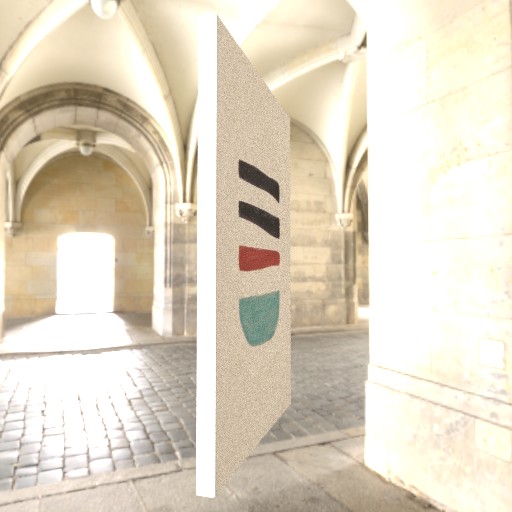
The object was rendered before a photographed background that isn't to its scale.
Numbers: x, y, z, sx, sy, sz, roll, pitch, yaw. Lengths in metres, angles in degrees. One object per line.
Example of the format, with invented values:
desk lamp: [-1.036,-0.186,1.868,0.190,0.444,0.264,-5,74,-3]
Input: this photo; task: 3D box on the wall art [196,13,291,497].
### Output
wall art: [0.000,0.000,1.126,0.038,0.912,0.607,-1,-2,18]
